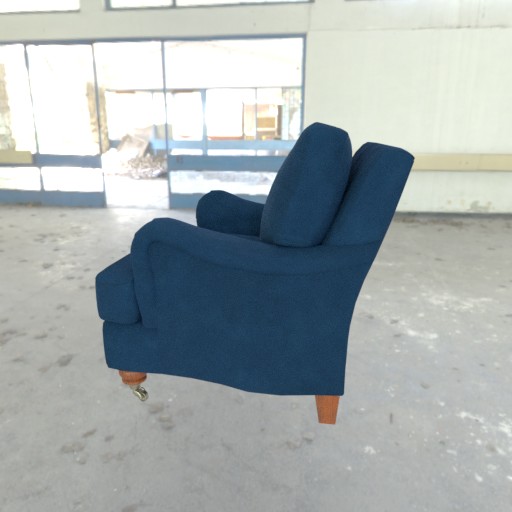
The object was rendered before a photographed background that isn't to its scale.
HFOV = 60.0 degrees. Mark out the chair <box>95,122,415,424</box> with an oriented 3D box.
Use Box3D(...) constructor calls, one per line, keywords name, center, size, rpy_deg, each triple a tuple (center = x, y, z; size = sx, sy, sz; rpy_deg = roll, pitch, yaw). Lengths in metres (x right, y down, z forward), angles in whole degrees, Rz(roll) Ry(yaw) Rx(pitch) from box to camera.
Box3D(name="chair", center=(0.000, 0.000, 1.887), size=(1.078, 1.076, 0.895), rpy_deg=(2, 16, 9))
